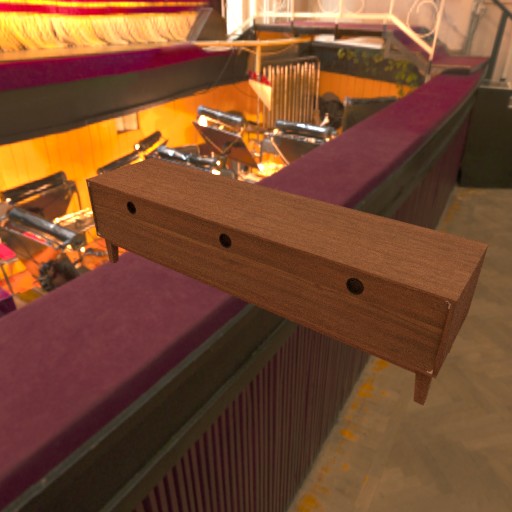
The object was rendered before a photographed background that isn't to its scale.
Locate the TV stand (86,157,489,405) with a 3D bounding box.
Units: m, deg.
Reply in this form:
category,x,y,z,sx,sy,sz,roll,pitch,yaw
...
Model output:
category,x,y,z,sx,sy,sz,roll,pitch,yaw
TV stand,0.000,0.000,1.697,1.482,0.409,0.366,20,35,30
